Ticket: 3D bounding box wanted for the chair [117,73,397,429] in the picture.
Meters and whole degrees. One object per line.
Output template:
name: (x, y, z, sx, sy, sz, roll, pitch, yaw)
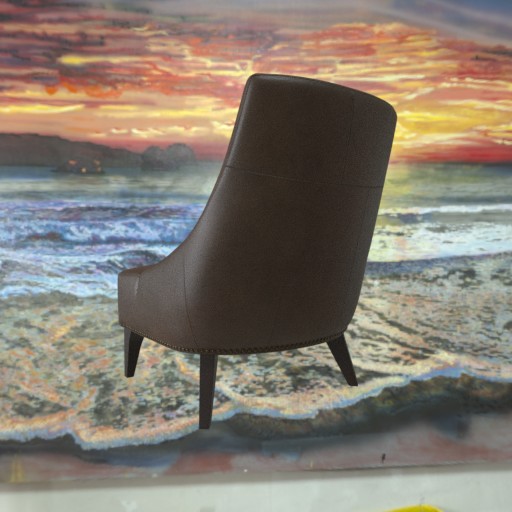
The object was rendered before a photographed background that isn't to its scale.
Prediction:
chair: (0.000, 0.000, 1.505, 0.701, 0.909, 0.861, -2, 3, -36)
